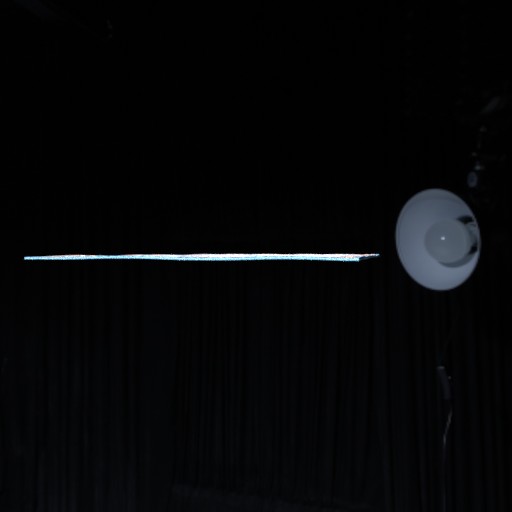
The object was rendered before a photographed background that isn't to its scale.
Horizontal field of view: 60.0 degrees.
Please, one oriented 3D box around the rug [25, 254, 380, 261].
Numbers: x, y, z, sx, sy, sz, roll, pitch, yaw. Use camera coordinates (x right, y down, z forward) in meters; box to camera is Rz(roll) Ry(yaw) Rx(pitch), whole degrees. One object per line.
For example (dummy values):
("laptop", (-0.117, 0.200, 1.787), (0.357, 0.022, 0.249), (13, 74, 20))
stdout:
("rug", (0.000, 0.000, 2.297), (1.195, 0.014, 1.847), (0, 0, 17))
